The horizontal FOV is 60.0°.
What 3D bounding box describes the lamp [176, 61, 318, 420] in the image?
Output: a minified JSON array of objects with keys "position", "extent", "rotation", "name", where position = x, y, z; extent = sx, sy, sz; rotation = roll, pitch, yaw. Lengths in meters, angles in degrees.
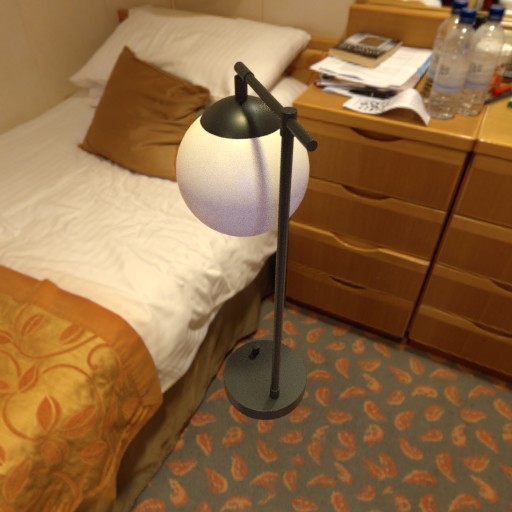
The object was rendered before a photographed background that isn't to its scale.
[{"position":[0.000,0.000,0.699],"extent":[0.197,0.559,0.316],"rotation":[-13,43,-14],"name":"lamp"}]
